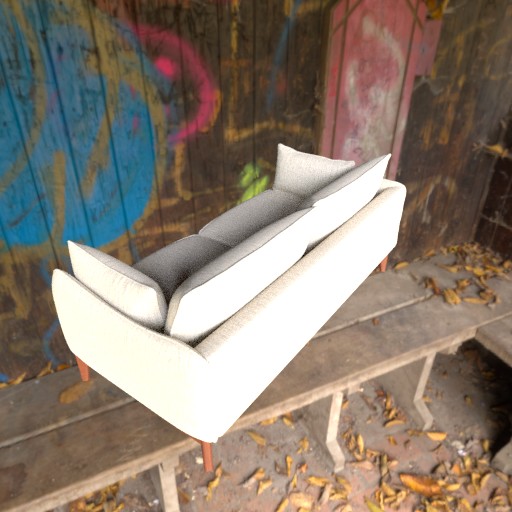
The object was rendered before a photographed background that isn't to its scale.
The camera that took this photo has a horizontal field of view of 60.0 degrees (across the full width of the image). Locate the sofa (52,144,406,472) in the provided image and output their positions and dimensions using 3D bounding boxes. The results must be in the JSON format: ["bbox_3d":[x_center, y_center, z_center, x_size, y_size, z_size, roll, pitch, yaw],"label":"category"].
[{"bbox_3d":[0.000,0.000,2.509,0.991,0.860,1.989,21,38,30],"label":"sofa"}]
